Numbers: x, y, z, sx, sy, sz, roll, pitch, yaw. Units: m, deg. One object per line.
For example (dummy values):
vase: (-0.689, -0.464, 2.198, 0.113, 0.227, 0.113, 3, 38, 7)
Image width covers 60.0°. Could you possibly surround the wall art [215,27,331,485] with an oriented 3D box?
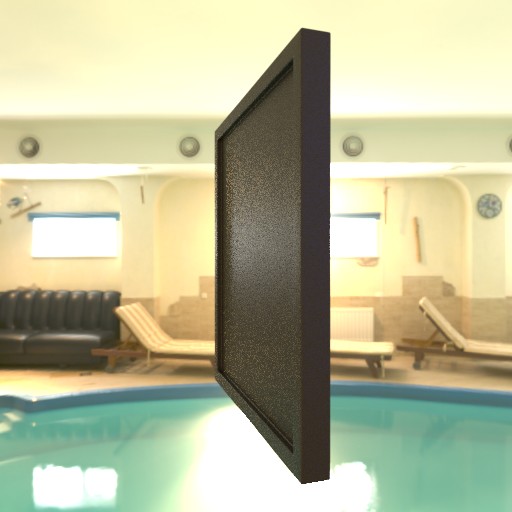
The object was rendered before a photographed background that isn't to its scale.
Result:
wall art: (0.000, 0.000, 0.528, 0.028, 0.381, 0.328, 0, 0, -18)
